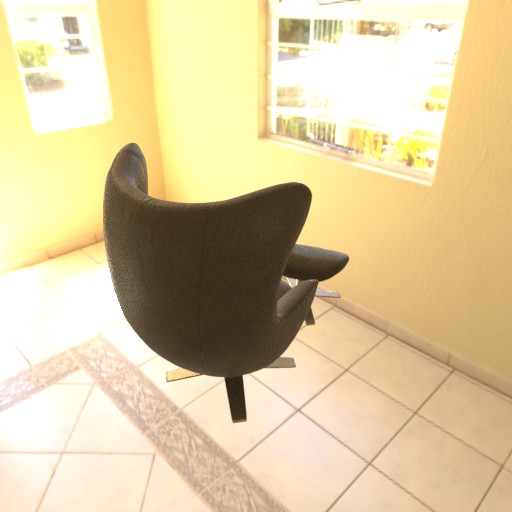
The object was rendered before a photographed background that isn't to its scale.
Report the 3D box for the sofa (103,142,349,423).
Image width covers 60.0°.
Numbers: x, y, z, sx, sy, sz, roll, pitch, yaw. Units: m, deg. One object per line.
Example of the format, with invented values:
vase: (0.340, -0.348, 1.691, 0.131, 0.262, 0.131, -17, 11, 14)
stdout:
sofa: (0.000, 0.000, 2.171, 0.894, 1.135, 1.444, 20, 35, 31)
